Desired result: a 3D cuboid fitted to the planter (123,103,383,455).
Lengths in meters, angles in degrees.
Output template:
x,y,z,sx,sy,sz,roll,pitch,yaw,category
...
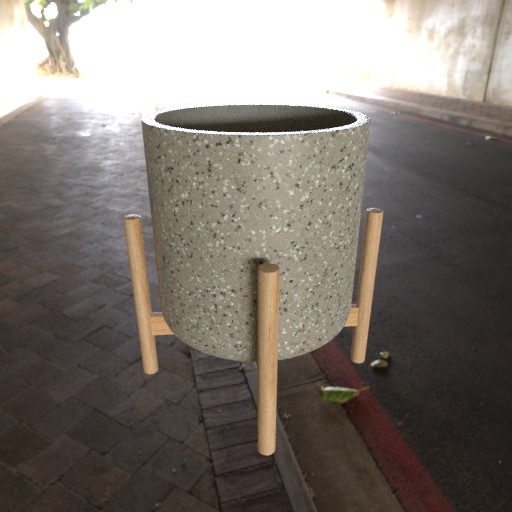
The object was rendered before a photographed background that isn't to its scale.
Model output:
x,y,z,sx,sy,sz,roll,pitch,yaw,category
0.000,0.000,0.689,0.360,0.419,0.360,8,26,16,planter
